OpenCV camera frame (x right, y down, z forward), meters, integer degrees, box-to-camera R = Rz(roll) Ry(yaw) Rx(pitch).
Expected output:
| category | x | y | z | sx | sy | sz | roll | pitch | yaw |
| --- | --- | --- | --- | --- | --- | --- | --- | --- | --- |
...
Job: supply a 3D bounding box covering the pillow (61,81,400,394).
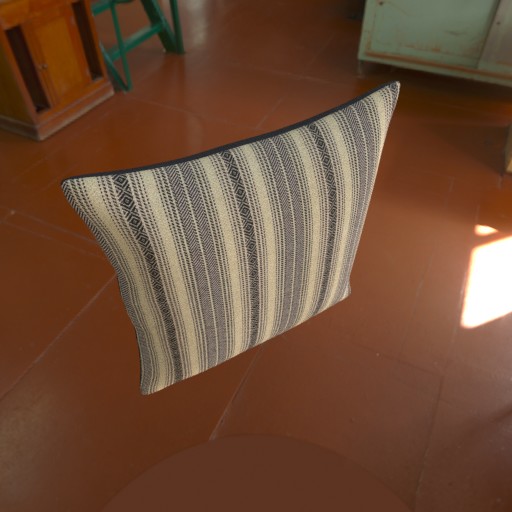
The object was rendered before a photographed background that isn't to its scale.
| category | x | y | z | sx | sy | sz | roll | pitch | yaw |
| --- | --- | --- | --- | --- | --- | --- | --- | --- | --- |
| pillow | 0.000 | 0.000 | 0.778 | 0.520 | 0.508 | 0.166 | -23 | 51 | -20 |
